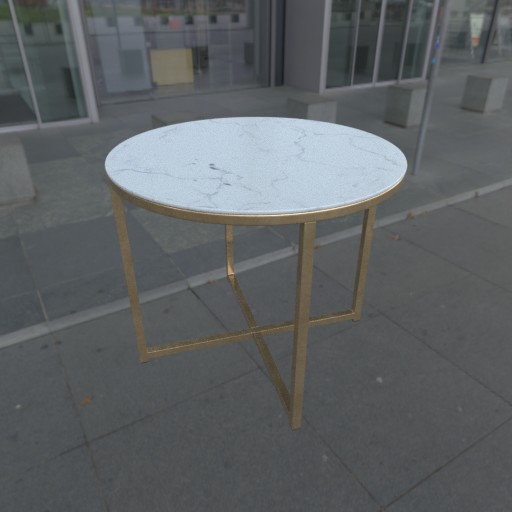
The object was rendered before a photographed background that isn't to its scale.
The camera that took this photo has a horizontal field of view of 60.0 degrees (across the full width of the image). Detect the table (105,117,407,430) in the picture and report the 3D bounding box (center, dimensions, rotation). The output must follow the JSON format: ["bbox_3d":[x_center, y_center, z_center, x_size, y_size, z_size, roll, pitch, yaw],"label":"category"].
[{"bbox_3d":[0.000,0.000,0.869,0.500,0.420,0.500,0,30,0],"label":"table"}]
